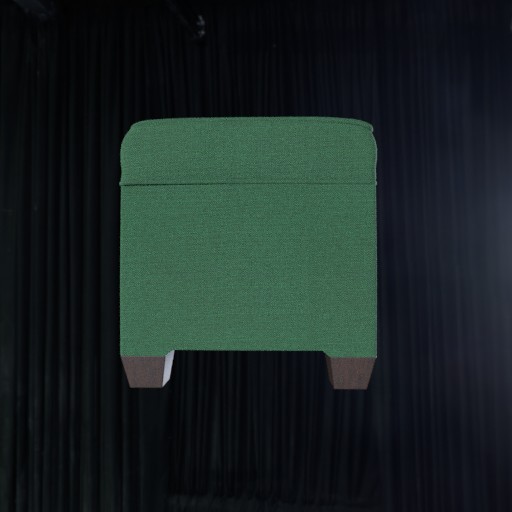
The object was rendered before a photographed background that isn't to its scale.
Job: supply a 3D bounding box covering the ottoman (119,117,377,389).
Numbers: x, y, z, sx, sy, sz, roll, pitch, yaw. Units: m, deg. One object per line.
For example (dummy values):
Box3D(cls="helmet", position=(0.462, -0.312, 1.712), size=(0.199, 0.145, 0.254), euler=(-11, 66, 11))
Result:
Box3D(cls="ottoman", position=(0.000, 0.000, 1.208), size=(0.483, 0.471, 0.957), euler=(0, -1, 2))
